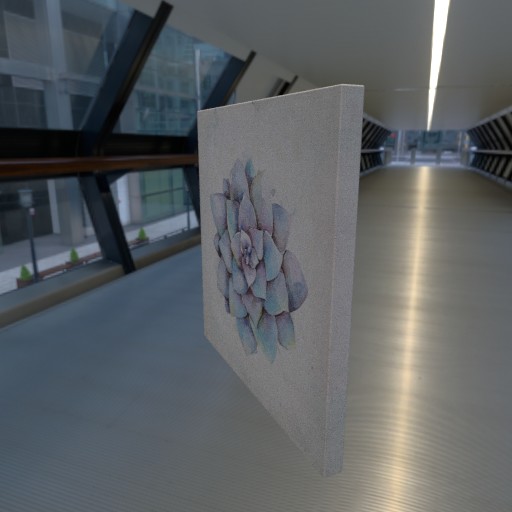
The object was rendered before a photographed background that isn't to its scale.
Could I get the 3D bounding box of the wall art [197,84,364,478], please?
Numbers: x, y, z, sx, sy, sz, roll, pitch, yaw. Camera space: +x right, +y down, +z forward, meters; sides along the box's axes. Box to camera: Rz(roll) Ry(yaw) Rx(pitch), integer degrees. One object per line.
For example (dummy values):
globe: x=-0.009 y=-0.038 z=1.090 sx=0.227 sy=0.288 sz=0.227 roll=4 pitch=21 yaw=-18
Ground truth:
wall art: x=0.000 y=0.000 z=0.930 sx=0.040 sy=0.612 sz=0.612 roll=-7 pitch=16 yaw=-24
